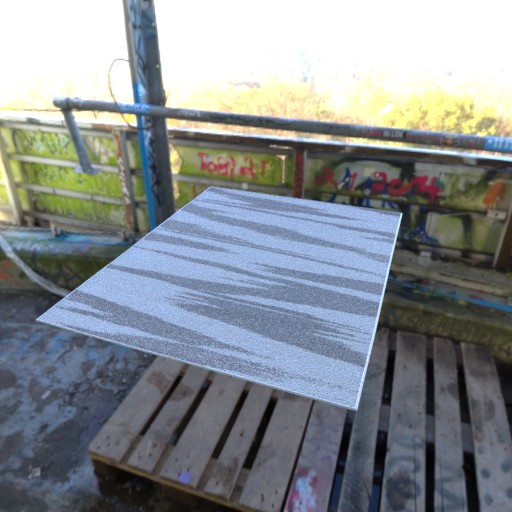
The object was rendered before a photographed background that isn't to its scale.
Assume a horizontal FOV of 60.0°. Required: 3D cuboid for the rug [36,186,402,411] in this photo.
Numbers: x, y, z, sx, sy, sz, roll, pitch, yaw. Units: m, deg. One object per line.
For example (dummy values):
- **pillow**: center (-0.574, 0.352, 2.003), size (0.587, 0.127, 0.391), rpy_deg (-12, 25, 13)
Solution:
- **rug**: center (0.000, 0.000, 4.076), size (2.353, 0.014, 2.945), rpy_deg (11, 31, 18)
